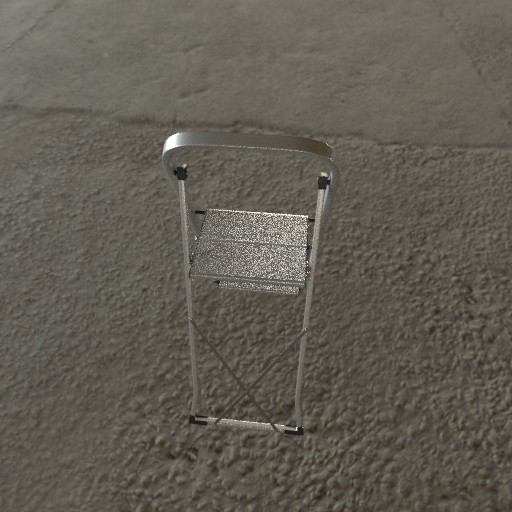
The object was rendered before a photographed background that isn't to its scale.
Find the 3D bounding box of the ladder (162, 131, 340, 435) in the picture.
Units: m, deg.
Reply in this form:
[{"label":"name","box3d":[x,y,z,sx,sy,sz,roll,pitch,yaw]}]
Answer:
[{"label":"ladder","box3d":[0.000,0.000,1.428,0.465,1.070,0.704,4,47,4]}]
